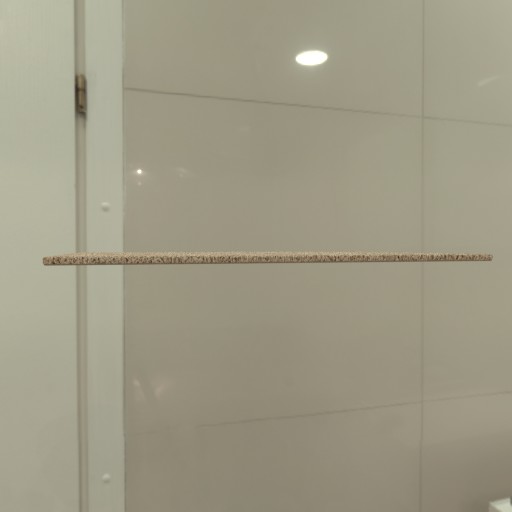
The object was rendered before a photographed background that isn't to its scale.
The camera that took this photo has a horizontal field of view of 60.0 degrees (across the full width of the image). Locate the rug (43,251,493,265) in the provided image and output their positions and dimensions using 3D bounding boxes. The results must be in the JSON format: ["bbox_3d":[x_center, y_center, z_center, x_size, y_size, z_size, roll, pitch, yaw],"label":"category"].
[{"bbox_3d":[0.000,0.000,2.238,1.778,0.030,1.219,0,1,-16],"label":"rug"}]
